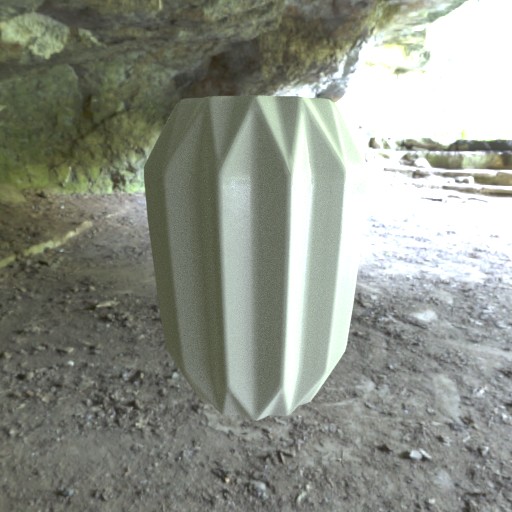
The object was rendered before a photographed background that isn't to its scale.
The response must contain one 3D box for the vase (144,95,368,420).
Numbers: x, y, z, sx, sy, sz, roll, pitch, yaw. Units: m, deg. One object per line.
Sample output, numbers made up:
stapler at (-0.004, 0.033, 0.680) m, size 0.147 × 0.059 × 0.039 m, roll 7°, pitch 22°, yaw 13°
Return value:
vase at (0.000, 0.000, 0.416) m, size 0.195 × 0.275 × 0.195 m, roll 0°, pitch 15°, yaw 0°
